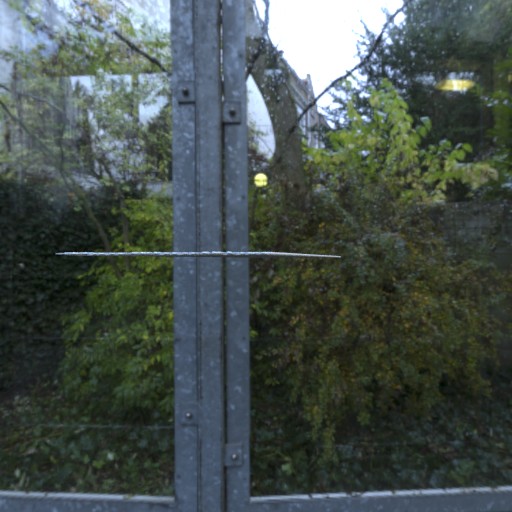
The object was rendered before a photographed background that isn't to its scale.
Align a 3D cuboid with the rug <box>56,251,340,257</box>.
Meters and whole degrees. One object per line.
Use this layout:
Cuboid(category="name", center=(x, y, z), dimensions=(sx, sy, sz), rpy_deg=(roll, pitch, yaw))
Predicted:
Cuboid(category="rug", center=(0.000, 0.000, 2.642), dimensions=(0.774, 0.011, 2.449), rpy_deg=(0, 0, 17))
